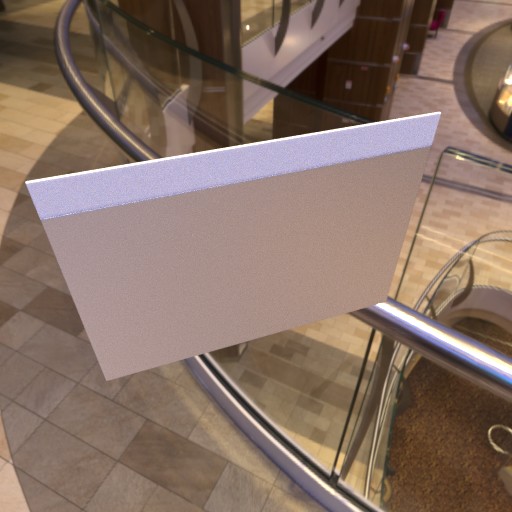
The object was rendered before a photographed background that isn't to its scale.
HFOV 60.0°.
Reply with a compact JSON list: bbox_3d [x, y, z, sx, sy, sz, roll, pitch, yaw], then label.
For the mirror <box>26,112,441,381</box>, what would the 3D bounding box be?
[{"bbox_3d":[0.000,0.000,1.108,0.870,0.630,0.030,-13,44,-14],"label":"mirror"}]
